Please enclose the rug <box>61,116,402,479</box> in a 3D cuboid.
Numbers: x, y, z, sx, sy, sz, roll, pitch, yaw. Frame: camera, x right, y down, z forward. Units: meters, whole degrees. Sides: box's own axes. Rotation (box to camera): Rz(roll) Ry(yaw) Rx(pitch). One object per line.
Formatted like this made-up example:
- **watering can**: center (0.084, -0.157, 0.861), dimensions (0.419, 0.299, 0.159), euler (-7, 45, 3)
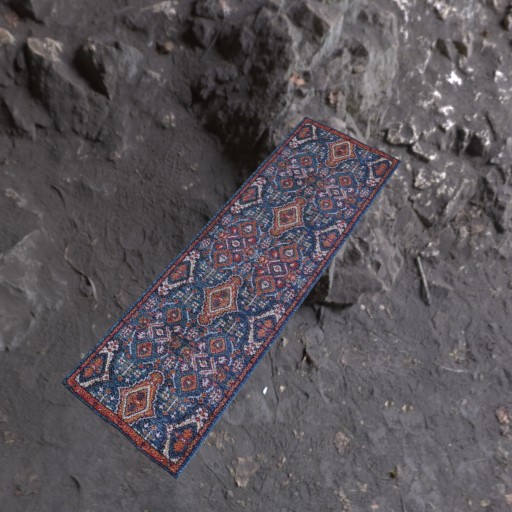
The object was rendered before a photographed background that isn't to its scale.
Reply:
- **rug**: center (0.000, 0.000, 2.725), dimensions (0.801, 0.010, 2.459), euler (31, 64, 17)
